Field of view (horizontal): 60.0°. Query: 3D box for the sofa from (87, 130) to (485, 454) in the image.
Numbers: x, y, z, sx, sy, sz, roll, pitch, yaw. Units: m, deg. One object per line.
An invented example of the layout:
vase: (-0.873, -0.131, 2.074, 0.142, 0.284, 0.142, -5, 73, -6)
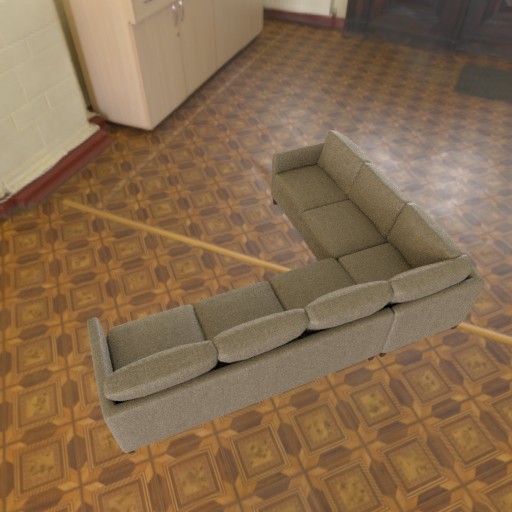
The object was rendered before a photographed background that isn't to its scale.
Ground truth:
sofa: (0.000, 0.000, 4.396, 3.302, 0.947, 2.593, -16, 48, -15)
